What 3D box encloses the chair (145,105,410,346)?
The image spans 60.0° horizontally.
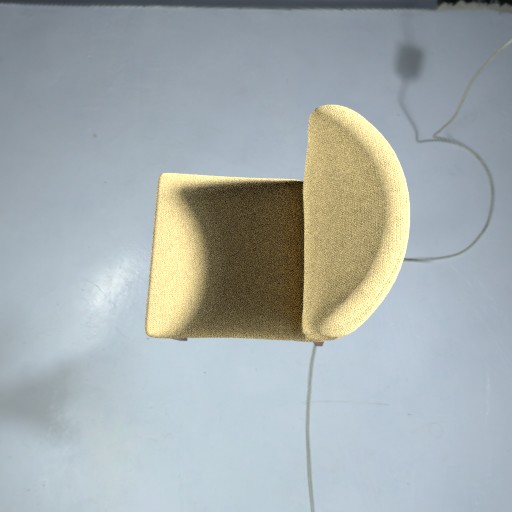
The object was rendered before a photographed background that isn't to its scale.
[{"bbox_3d":[0.000,0.000,1.242,0.589,0.839,0.491,2,76,0],"label":"chair"}]
